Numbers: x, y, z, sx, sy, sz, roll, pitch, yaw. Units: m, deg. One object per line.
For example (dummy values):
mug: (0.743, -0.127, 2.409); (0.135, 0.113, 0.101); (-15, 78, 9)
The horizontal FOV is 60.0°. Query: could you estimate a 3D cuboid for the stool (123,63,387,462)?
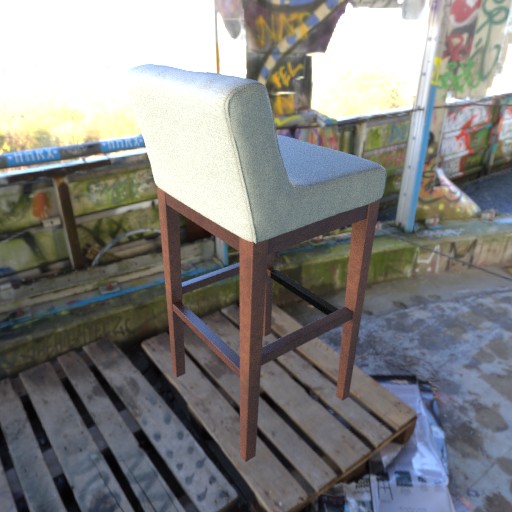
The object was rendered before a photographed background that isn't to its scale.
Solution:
stool: (0.000, 0.000, 1.309); (0.500, 1.037, 0.511); (-19, 33, -32)
